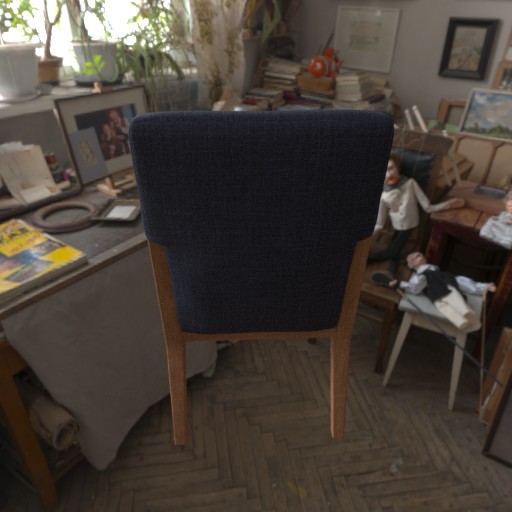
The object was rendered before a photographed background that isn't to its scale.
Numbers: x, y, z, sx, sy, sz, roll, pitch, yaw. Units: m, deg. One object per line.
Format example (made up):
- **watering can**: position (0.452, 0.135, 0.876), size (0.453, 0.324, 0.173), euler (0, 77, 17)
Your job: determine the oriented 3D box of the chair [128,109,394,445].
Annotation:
- **chair**: position (0.000, 0.000, 1.250), size (0.507, 0.911, 0.586), euler (-1, 31, -2)
